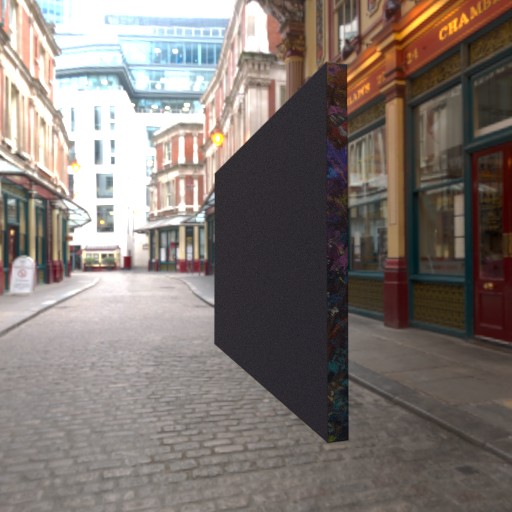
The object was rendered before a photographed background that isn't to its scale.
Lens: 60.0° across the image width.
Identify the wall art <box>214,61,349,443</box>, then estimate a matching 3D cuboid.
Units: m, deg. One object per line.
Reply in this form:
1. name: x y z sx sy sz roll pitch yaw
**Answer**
1. wall art: 0.000 0.000 1.141 0.037 0.604 0.908 0 -1 -17
